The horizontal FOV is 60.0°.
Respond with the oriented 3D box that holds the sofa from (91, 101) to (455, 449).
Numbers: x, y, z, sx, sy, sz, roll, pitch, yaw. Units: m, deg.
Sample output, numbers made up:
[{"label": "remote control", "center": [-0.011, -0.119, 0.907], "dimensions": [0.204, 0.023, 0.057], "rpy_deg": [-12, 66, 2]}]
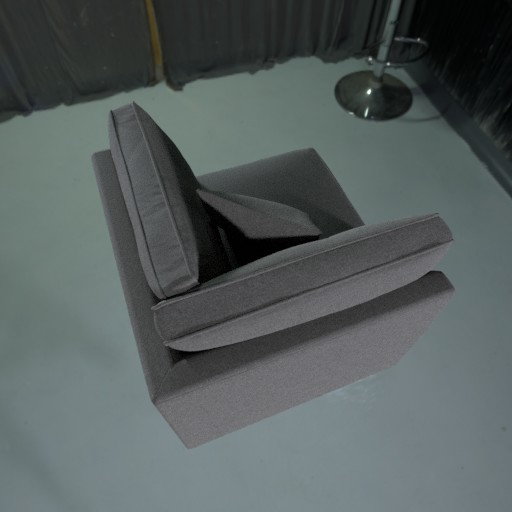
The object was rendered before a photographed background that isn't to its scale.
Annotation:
[{"label": "sofa", "center": [0.000, 0.000, 1.943], "dimensions": [1.084, 1.002, 1.146], "rpy_deg": [-18, 59, -11]}]
